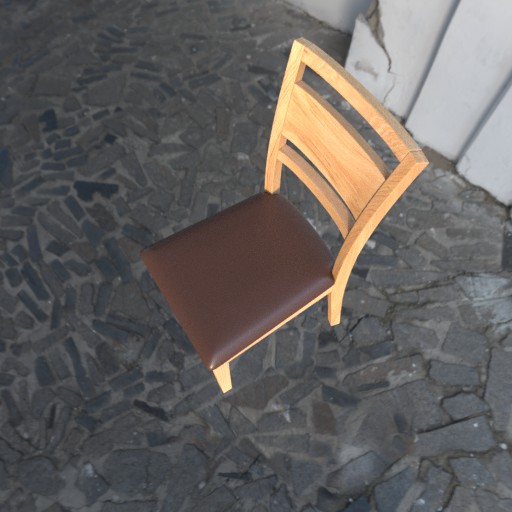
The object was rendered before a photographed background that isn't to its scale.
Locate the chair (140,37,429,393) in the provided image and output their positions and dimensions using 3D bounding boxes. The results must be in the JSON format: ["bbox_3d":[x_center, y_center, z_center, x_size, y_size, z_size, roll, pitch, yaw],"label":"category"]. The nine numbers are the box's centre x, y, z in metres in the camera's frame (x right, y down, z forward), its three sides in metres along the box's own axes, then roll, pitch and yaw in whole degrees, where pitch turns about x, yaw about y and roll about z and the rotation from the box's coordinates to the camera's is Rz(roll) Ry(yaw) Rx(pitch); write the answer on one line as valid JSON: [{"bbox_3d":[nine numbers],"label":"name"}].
[{"bbox_3d":[0.000,0.000,1.242,0.545,0.940,0.420,-30,68,-14],"label":"chair"}]
